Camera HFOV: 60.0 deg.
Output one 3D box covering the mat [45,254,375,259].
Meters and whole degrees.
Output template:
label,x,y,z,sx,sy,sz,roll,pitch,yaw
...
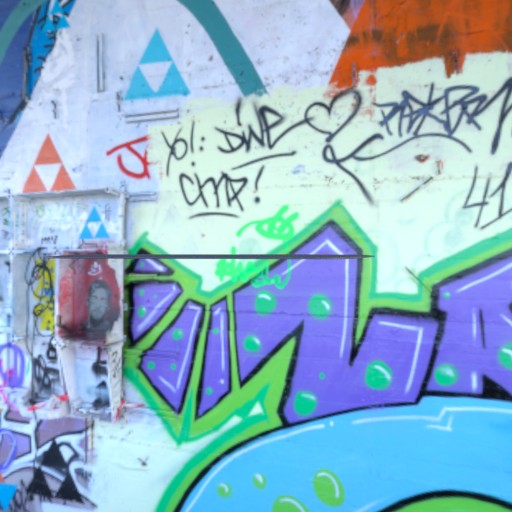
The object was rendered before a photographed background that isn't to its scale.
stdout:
label,x,y,z,sx,sy,sz,roll,pitch,yaw
mat,0.000,0.000,1.852,0.918,0.013,1.524,0,0,17
